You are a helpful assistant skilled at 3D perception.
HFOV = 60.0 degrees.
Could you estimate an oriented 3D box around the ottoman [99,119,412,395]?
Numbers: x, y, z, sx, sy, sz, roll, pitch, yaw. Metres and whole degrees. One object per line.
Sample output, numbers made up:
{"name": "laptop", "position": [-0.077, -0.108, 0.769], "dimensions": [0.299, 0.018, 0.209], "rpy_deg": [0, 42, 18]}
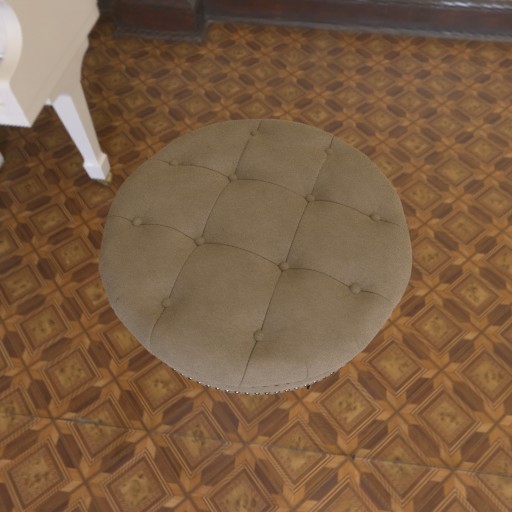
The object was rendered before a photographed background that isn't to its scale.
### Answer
{"name": "ottoman", "position": [0.000, 0.000, 1.398], "dimensions": [0.901, 0.439, 0.901], "rpy_deg": [0, 57, 0]}
